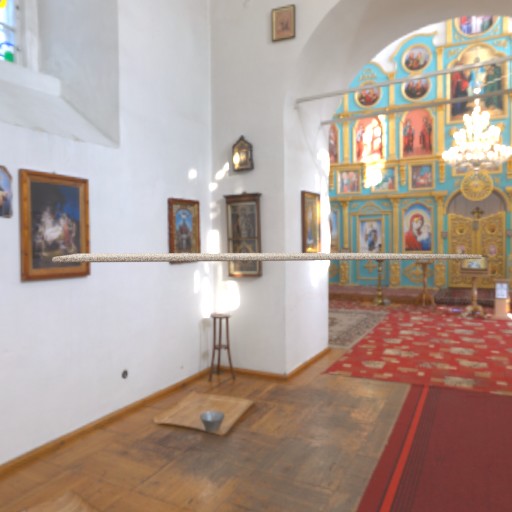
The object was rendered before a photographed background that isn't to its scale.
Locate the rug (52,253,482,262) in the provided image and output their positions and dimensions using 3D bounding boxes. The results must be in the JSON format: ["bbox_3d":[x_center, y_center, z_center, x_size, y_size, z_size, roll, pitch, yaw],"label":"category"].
[{"bbox_3d":[0.000,0.000,3.491,2.743,0.030,1.778,0,1,-18],"label":"rug"}]
